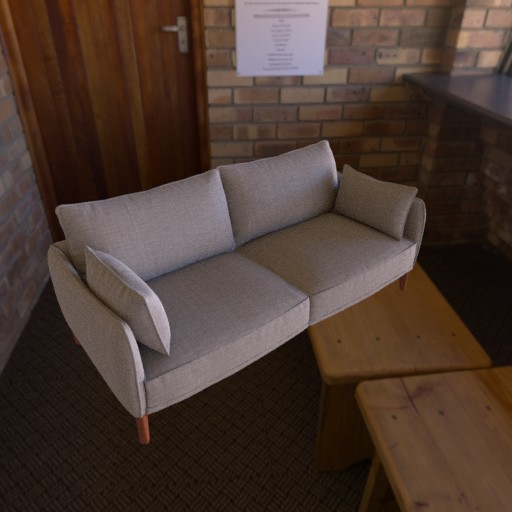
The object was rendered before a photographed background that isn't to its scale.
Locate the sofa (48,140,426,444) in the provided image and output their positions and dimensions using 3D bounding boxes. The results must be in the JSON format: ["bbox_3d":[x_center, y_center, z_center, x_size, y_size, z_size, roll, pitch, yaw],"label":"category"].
[{"bbox_3d":[0.000,0.000,2.497,1.989,0.851,0.972,-22,37,-32],"label":"sofa"}]
